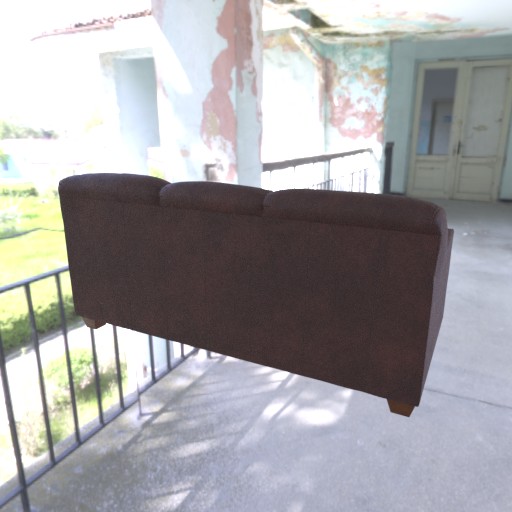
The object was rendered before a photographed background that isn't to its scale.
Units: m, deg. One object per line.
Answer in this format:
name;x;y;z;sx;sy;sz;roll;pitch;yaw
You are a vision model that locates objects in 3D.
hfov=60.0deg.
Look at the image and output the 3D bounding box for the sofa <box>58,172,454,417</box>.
sofa;0.000;0.000;2.552;2.039;0.953;1.008;8;19;26
